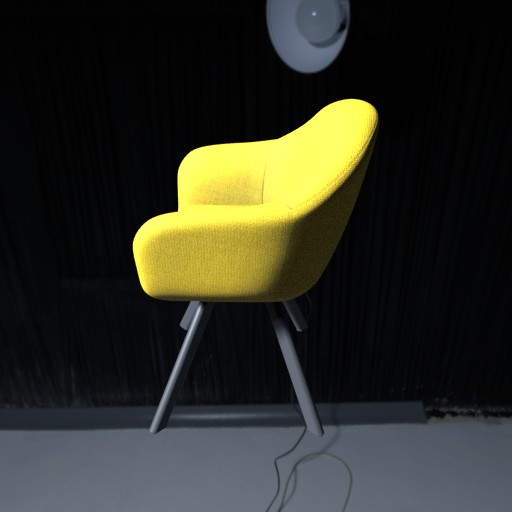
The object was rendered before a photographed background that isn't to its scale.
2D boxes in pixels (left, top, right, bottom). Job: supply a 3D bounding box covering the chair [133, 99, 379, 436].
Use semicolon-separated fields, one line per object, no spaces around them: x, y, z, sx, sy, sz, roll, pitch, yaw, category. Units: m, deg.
0.000;0.000;1.191;0.550;0.795;0.590;0;27;1;chair
